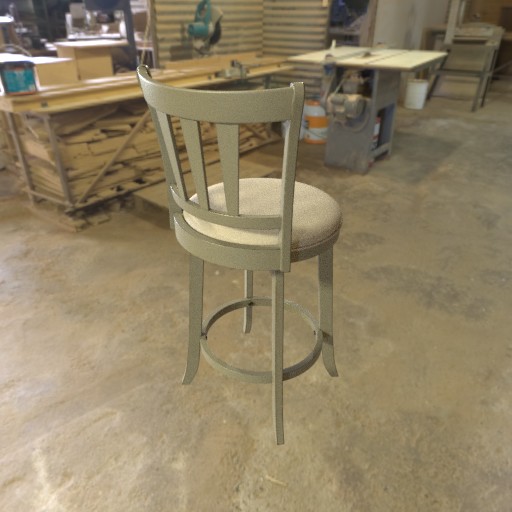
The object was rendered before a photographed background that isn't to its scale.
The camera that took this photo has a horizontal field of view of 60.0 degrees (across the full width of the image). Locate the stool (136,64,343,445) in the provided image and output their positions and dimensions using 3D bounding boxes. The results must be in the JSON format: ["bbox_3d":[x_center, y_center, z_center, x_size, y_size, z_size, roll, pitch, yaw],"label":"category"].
[{"bbox_3d":[0.000,0.000,1.249,0.450,0.994,0.486,21,36,31],"label":"stool"}]
